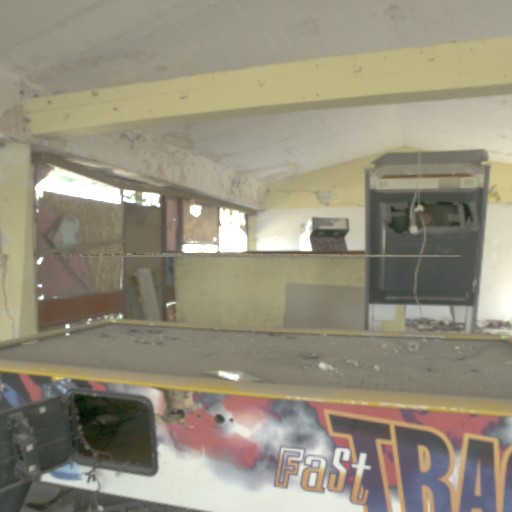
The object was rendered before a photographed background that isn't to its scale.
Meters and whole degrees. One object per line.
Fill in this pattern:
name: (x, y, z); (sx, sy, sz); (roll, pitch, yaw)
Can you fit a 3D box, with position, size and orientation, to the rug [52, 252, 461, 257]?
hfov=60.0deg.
rug: (0.000, 0.000, 3.501); (2.651, 0.010, 1.971); (0, 0, -36)
